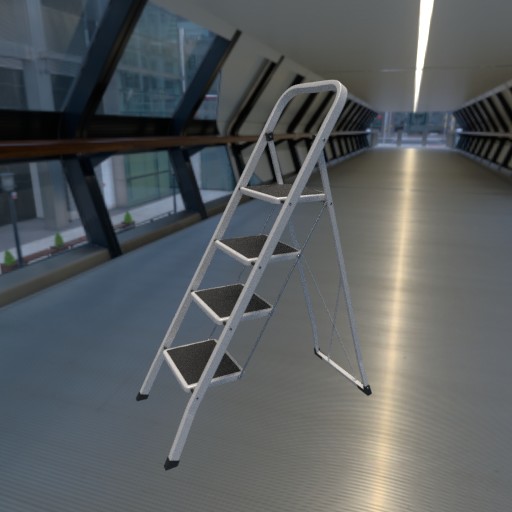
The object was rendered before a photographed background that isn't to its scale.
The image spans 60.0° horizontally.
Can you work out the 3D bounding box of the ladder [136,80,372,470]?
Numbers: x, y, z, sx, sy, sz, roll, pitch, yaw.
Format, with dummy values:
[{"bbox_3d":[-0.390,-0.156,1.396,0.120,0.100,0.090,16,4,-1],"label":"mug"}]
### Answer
[{"bbox_3d":[0.000,0.000,1.703,0.914,1.265,0.460,-8,19,-26],"label":"ladder"}]
